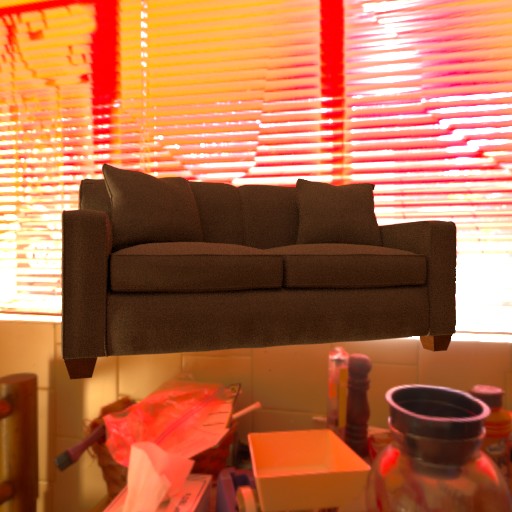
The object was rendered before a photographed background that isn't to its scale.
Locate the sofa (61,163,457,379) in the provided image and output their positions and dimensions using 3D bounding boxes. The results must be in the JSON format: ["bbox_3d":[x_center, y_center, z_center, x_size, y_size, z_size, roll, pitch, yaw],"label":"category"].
[{"bbox_3d":[0.000,0.000,2.385,1.846,0.958,1.000,0,0,-17],"label":"sofa"}]
